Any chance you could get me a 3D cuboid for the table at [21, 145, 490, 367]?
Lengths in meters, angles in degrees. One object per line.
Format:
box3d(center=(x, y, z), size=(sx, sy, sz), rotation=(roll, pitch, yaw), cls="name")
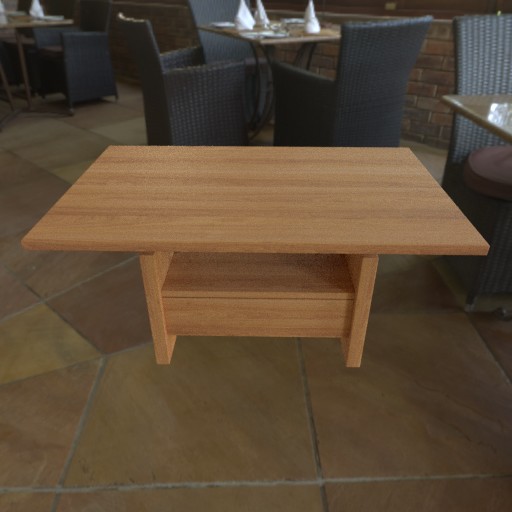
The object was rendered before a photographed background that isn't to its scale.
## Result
box3d(center=(0.000, 0.000, 1.469), size=(1.100, 0.510, 0.700), rotation=(1, 32, 1), cls="table")
